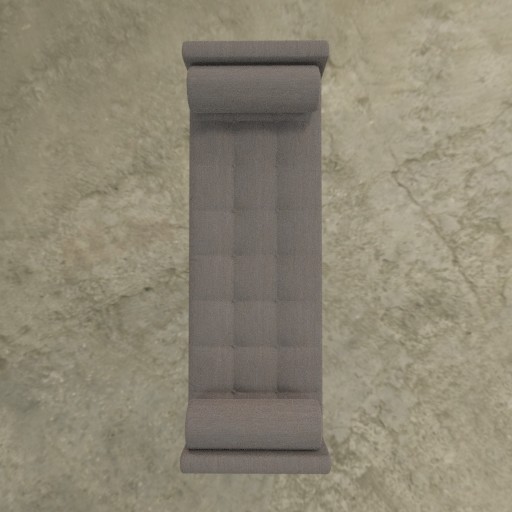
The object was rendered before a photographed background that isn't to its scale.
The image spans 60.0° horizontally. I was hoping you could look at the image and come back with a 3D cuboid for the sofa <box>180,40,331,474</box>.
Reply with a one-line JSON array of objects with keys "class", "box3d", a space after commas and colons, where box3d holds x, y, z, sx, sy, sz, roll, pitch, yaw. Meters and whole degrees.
[{"class": "sofa", "box3d": [0.000, 0.000, 2.315, 0.686, 0.635, 1.981, 0, 88, 1]}]
